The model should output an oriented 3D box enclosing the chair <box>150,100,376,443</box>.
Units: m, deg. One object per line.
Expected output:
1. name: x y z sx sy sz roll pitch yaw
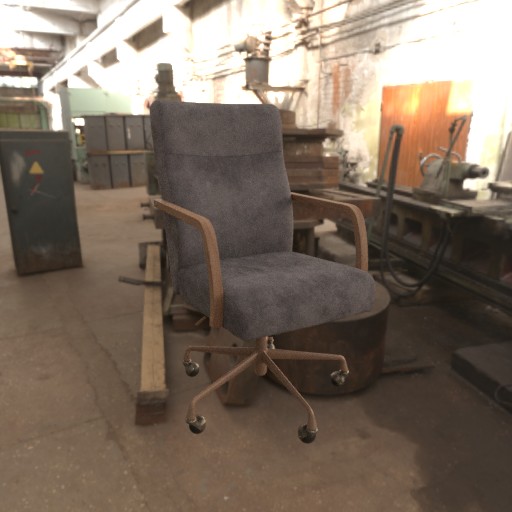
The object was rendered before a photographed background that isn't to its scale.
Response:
1. chair: 0.000 0.000 1.509 0.640 1.029 0.741 -8 17 -27
